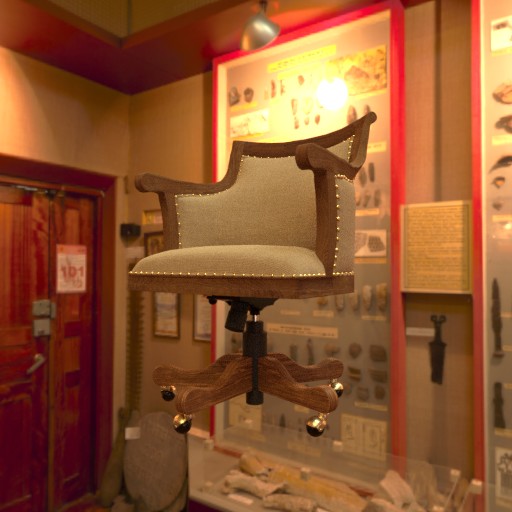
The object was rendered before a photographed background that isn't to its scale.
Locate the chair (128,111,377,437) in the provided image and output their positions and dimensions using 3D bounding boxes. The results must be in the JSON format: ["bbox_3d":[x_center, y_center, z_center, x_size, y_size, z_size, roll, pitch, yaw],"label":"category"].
[{"bbox_3d":[0.000,0.000,1.437,0.656,0.965,0.689,-1,-1,36],"label":"chair"}]
